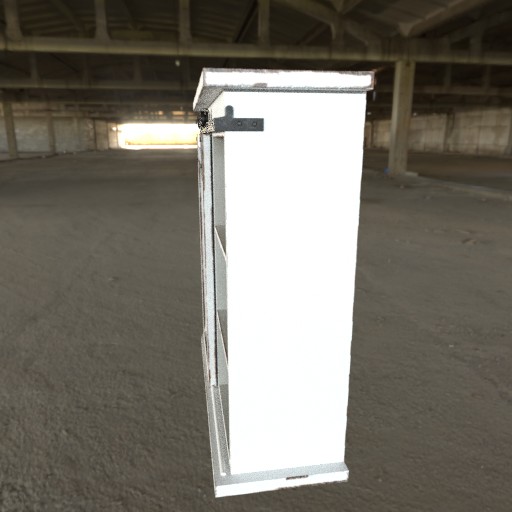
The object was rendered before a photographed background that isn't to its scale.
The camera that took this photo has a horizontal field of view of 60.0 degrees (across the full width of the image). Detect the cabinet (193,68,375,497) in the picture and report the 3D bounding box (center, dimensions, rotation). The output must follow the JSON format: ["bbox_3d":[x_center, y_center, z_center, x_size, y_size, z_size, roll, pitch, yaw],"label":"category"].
[{"bbox_3d":[0.000,0.000,0.864,0.210,0.603,0.541,-2,15,-9],"label":"cabinet"}]
